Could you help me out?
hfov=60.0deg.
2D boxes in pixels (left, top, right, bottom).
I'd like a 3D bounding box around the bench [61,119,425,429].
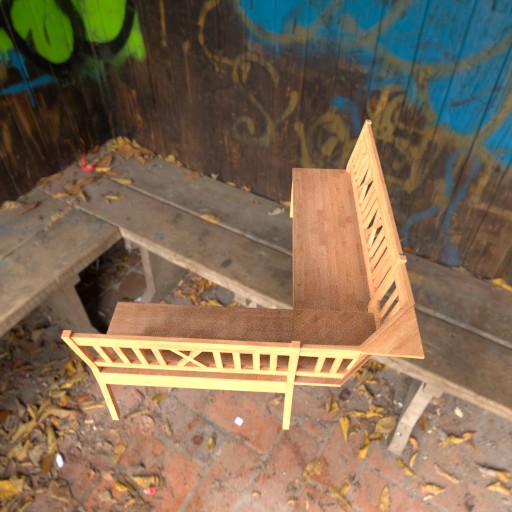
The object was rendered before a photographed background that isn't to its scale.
[{"bbox_3d":[0.000,0.000,2.834,1.537,0.902,1.937,2,45,2],"label":"bench"}]
